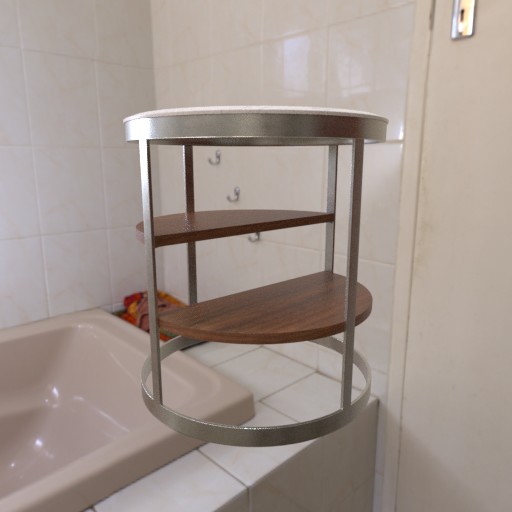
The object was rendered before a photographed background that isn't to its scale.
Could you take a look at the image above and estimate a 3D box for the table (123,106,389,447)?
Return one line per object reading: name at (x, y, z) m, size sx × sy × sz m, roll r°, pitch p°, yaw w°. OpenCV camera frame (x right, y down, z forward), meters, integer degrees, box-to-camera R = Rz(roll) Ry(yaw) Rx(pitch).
table at (0.000, 0.000, 0.755) m, size 0.407 × 0.447 × 0.407 m, roll 0°, pitch 12°, yaw 0°
